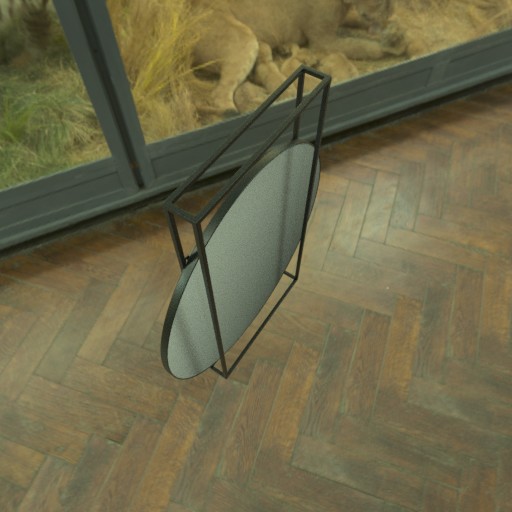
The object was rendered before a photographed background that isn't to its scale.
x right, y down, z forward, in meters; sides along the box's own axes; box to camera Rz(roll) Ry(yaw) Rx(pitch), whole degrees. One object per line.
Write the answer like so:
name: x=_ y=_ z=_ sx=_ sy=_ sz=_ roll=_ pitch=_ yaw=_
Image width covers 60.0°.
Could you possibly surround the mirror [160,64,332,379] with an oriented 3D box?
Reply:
mirror: x=0.000 y=0.000 z=0.830 sx=0.051 sy=0.603 sz=0.508 roll=30 pitch=63 yaw=17
